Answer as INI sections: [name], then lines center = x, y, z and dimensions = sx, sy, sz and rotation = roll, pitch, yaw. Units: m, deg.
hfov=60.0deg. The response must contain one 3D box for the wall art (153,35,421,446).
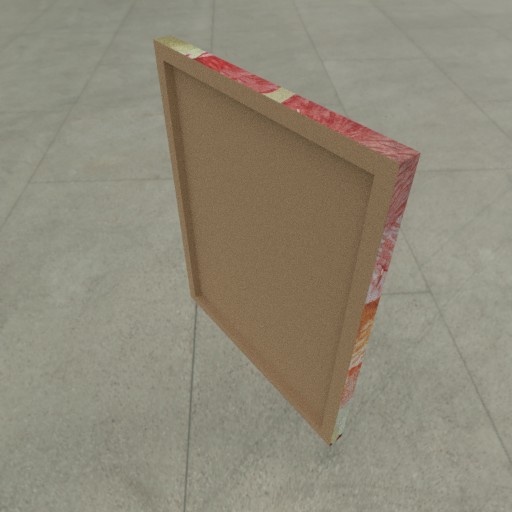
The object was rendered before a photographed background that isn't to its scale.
[wall art]
center = 0.000, 0.000, 0.650
dimensions = 0.028, 0.508, 0.406
rotation = -28, 49, -27
